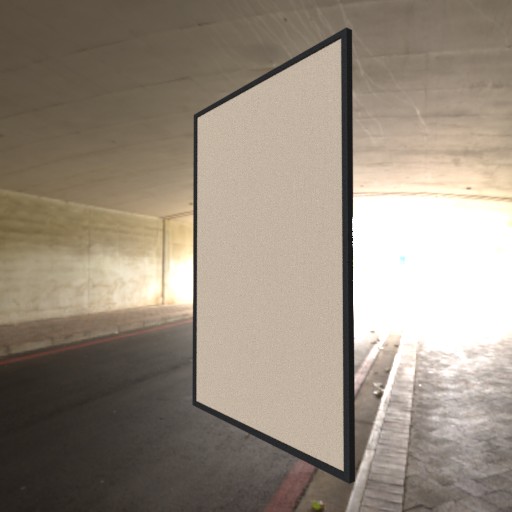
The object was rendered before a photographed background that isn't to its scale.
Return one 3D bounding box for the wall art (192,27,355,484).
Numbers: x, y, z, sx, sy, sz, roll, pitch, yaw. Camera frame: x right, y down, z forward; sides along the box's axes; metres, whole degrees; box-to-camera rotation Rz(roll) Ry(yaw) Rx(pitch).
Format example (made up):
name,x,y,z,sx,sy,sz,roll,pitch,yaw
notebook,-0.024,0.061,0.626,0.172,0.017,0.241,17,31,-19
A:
name,x,y,z,sx,sy,sz,roll,pitch,yaw
wall art,0.000,0.000,0.824,0.013,0.657,0.457,1,-2,-37
